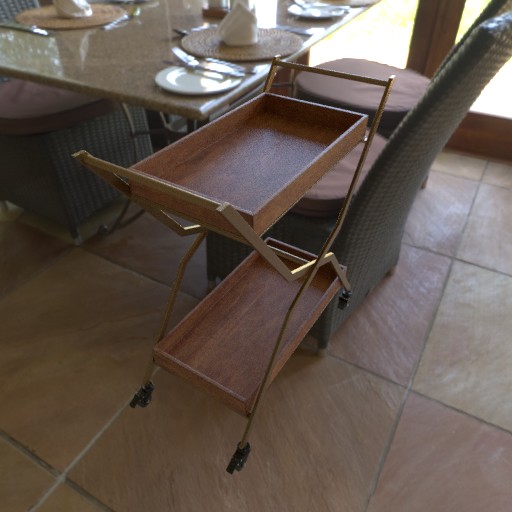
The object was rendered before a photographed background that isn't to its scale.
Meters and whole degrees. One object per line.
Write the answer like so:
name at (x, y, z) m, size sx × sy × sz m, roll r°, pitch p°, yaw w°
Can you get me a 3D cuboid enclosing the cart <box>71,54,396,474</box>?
cart at (0.000, 0.000, 1.299) m, size 0.405 × 0.869 × 0.836 m, roll 22°, pitch 45°, yaw 25°
